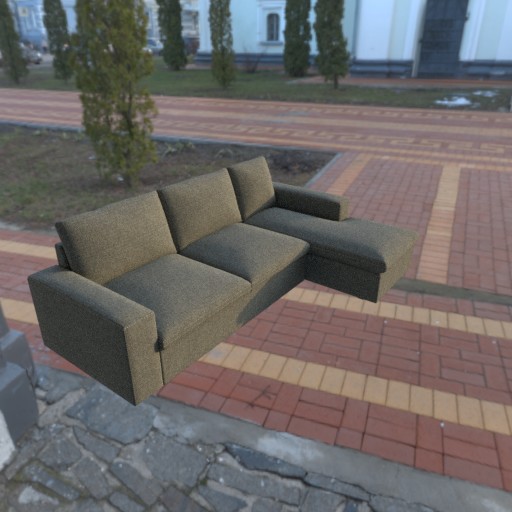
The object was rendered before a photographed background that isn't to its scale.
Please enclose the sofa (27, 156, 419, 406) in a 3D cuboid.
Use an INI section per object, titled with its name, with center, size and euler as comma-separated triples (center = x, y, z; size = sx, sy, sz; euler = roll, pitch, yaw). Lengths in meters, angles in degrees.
[sofa]
center = 0.000, 0.000, 3.450
size = 1.689, 0.940, 2.718
euler = 18, 31, 33
